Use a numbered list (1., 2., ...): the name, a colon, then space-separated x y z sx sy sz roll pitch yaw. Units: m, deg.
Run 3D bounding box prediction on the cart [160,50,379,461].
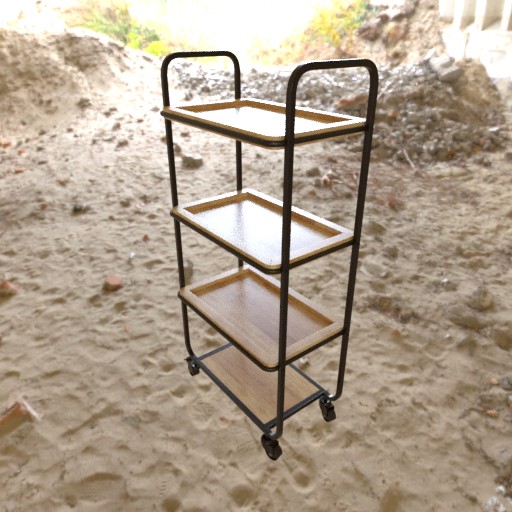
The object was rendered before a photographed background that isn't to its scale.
1. cart: 0.000 0.000 1.305 0.321 1.080 0.545 -20 33 -33
